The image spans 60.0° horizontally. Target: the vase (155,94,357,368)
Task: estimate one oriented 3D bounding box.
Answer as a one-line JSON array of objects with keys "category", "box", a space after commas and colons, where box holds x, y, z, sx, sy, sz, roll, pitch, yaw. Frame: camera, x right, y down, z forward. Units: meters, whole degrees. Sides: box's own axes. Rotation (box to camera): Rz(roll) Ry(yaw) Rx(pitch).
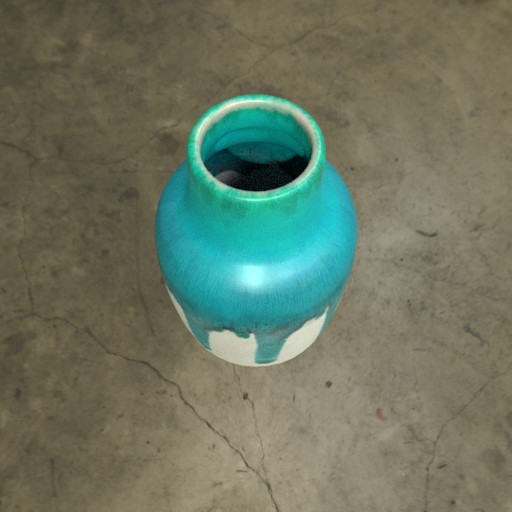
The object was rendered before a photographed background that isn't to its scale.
[{"category": "vase", "box": [0.000, 0.000, 0.253, 0.106, 0.192, 0.106, 0, 64, 0]}]
